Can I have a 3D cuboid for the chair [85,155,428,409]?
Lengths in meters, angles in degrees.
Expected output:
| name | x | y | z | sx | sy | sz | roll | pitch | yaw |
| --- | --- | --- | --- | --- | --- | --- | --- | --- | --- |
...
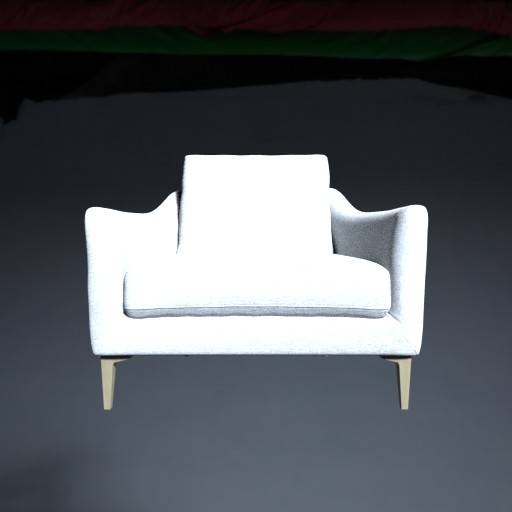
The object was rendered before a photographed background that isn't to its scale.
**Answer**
| name | x | y | z | sx | sy | sz | roll | pitch | yaw |
| --- | --- | --- | --- | --- | --- | --- | --- | --- | --- |
| chair | 0.000 | 0.000 | 1.718 | 0.986 | 0.902 | 0.961 | 0 | -1 | 0 |
